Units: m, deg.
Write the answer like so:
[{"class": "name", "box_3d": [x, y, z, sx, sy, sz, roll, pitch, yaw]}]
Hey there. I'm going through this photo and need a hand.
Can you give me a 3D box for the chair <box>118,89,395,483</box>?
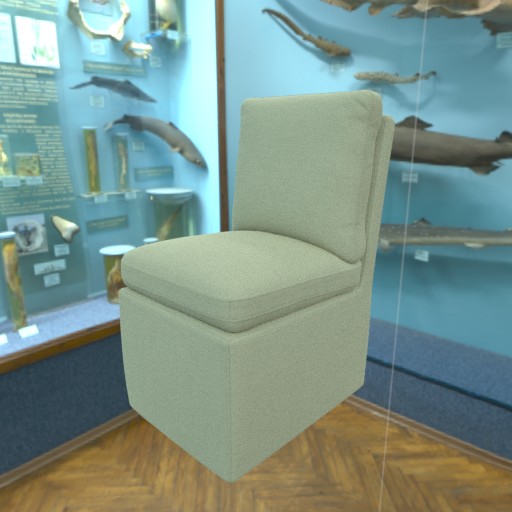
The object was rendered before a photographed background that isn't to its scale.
[{"class": "chair", "box_3d": [0.000, 0.000, 1.316, 0.503, 0.927, 0.698, 15, 21, 42]}]
